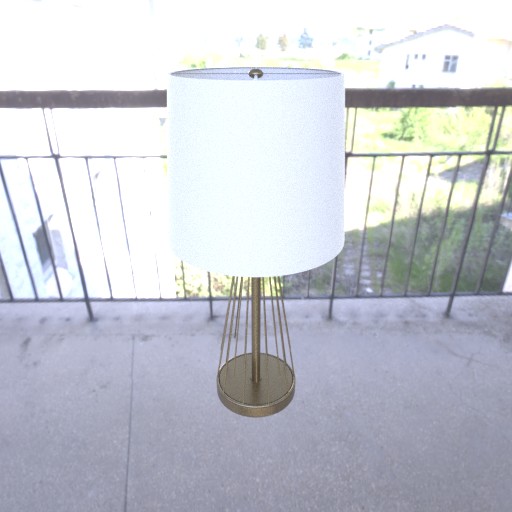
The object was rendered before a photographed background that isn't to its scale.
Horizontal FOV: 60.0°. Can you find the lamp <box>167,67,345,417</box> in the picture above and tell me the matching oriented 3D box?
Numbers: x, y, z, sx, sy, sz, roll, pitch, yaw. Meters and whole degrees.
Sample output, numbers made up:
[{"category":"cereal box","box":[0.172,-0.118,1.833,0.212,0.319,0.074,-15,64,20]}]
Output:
[{"category":"lamp","box":[0.000,0.000,0.790,0.303,0.618,0.303,0,27,0]}]
